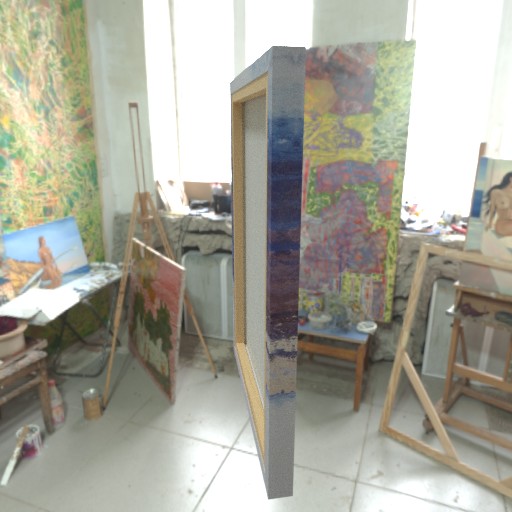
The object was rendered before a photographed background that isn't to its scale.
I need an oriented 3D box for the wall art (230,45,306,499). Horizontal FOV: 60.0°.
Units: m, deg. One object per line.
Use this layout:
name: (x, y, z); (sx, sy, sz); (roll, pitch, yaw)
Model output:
wall art: (0.000, 0.000, 0.746); (0.036, 0.581, 0.437); (-3, 17, -9)
